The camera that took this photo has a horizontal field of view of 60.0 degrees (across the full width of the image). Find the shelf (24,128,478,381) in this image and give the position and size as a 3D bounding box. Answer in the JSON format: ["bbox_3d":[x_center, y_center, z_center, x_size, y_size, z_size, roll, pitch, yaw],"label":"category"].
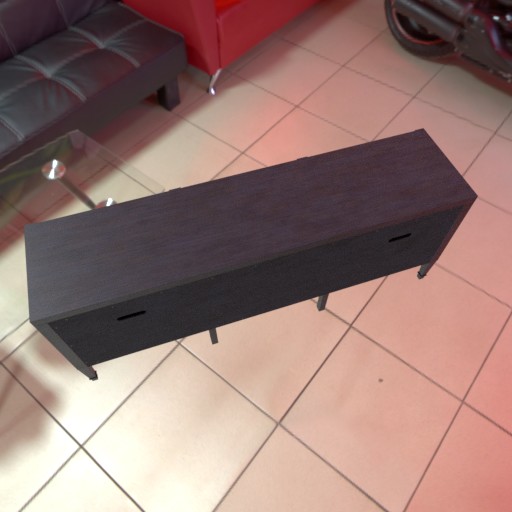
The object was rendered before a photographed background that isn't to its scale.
[{"bbox_3d":[0.000,0.000,2.182,1.878,0.715,0.471,-16,58,-10],"label":"shelf"}]
